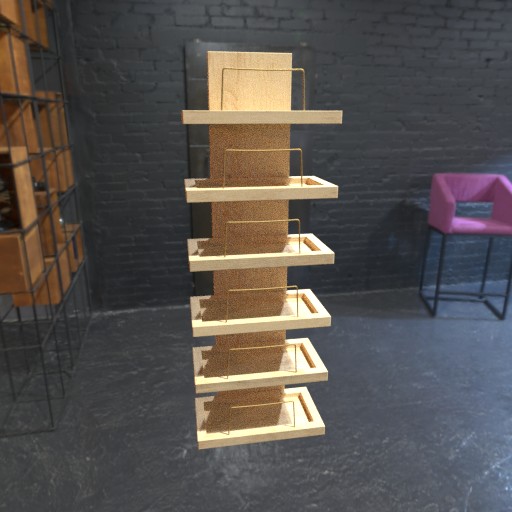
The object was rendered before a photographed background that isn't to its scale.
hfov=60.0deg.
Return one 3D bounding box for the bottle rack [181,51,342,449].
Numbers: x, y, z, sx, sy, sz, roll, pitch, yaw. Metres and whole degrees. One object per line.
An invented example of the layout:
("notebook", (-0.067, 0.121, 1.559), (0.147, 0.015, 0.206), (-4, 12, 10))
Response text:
("bottle rack", (0.000, 0.000, 1.097), (0.330, 0.943, 0.206), (-3, 18, -9))
